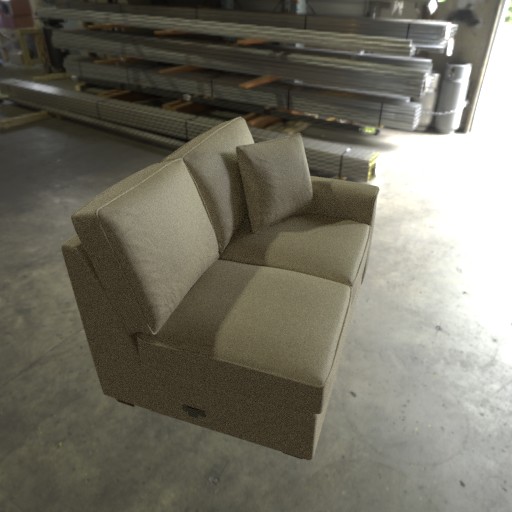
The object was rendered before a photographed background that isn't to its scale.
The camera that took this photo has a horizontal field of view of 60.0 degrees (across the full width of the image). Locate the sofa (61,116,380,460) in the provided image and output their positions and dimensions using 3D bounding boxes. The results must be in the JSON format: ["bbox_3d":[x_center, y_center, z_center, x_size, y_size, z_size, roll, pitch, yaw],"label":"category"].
[{"bbox_3d":[0.000,0.000,2.119,0.991,0.989,1.388,11,34,17],"label":"sofa"}]
